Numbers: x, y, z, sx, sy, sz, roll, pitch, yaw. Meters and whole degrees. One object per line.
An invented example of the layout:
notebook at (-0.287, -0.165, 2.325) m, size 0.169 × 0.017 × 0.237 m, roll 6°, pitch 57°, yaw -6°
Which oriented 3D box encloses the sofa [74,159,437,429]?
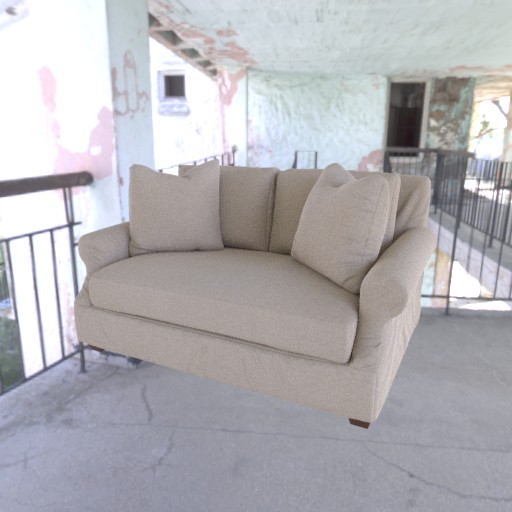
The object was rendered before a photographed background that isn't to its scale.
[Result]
sofa at (0.000, 0.000, 2.160) m, size 1.550 × 0.905 × 1.070 m, roll 8°, pitch 17°, yaw 26°
